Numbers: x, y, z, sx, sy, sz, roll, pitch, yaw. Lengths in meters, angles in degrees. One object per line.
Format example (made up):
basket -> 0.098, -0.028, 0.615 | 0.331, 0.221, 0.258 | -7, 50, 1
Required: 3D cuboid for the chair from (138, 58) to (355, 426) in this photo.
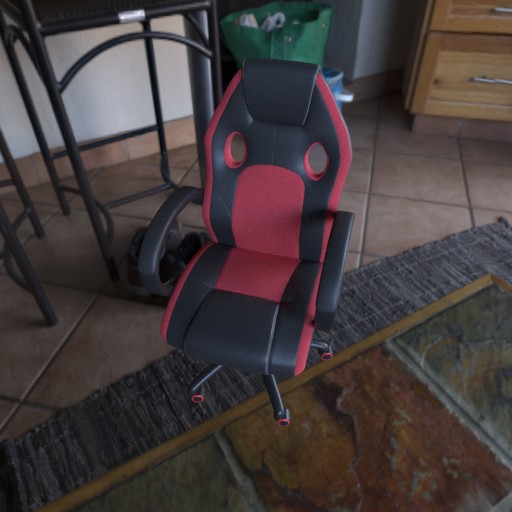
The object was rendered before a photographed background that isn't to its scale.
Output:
chair -> 0.000, 0.000, 1.623 | 0.673, 1.187, 0.724 | 11, 42, 12
